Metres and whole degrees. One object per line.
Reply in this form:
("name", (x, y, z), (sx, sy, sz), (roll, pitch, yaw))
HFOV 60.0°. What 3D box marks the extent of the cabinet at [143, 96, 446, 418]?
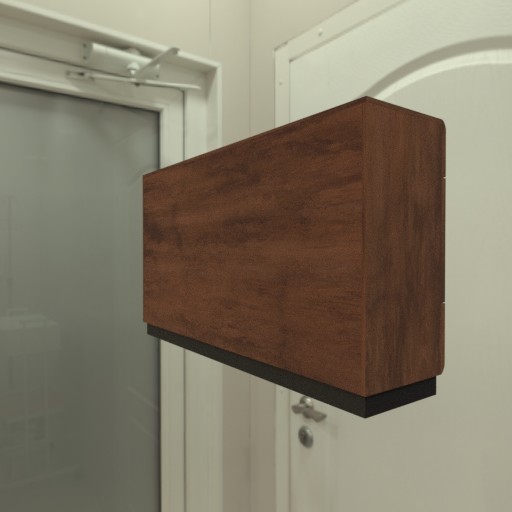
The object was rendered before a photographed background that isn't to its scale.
("cabinet", (0.000, 0.000, 1.992), (0.420, 0.900, 1.600), (-1, 1, -36))
